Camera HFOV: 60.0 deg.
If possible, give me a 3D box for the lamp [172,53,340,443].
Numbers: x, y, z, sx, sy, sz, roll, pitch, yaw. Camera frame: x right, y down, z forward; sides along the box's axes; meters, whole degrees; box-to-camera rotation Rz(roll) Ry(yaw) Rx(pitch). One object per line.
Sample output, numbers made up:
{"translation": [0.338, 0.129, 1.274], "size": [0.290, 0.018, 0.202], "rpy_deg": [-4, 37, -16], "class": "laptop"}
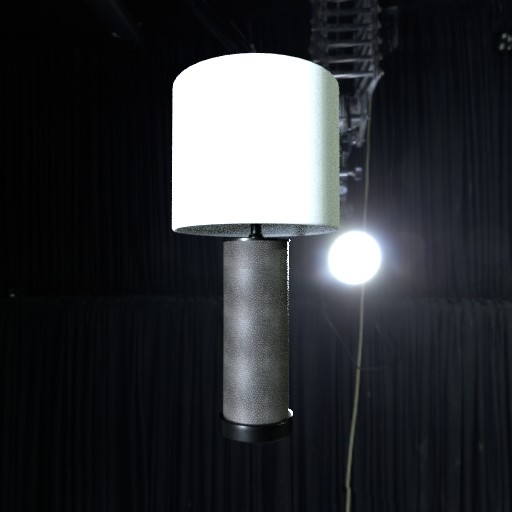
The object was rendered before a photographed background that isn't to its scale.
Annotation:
{"translation": [0.000, 0.000, 0.822], "size": [0.305, 0.634, 0.305], "rpy_deg": [0, -2, 0], "class": "lamp"}
